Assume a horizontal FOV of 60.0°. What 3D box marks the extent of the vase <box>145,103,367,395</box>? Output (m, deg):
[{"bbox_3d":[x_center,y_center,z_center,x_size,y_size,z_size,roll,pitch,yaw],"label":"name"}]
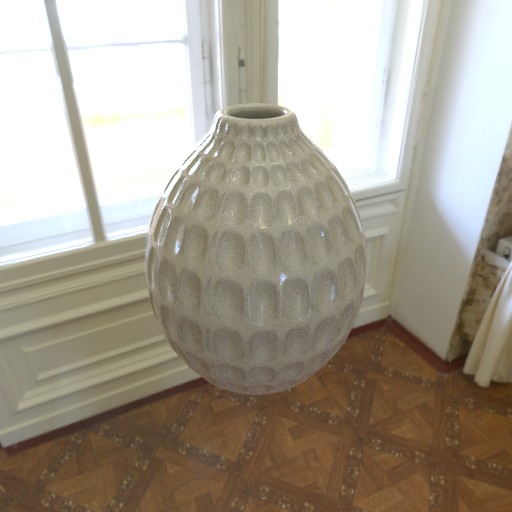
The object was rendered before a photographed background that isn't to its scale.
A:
[{"bbox_3d":[0.000,0.000,0.261,0.128,0.167,0.128,0,32,0],"label":"vase"}]
